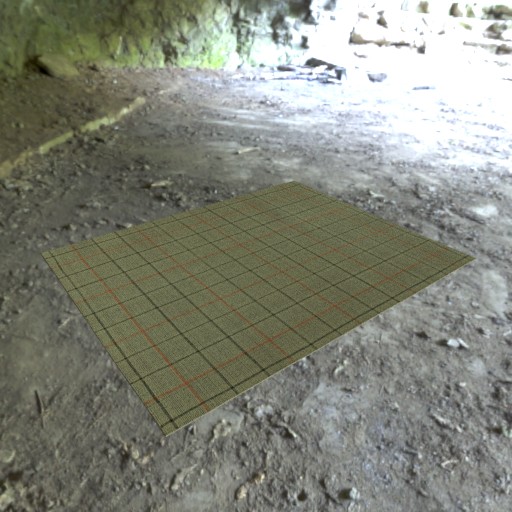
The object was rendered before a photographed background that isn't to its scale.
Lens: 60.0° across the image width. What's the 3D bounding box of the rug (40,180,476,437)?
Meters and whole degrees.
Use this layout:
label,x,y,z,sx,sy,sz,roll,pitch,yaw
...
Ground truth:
label,x,y,z,sx,sy,sz,roll,pitch,yaw
rug,0.000,0.000,3.963,3.048,0.012,2.444,-21,36,-32
